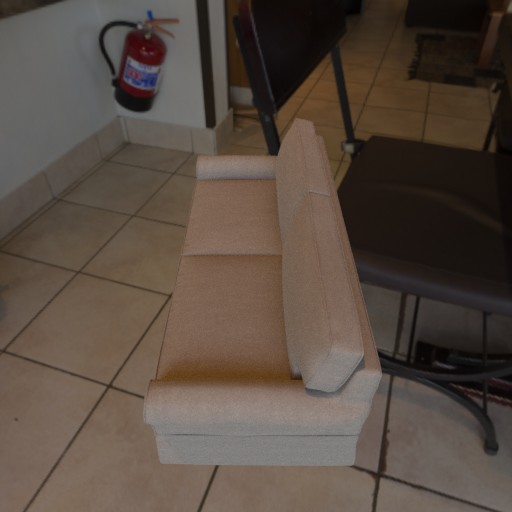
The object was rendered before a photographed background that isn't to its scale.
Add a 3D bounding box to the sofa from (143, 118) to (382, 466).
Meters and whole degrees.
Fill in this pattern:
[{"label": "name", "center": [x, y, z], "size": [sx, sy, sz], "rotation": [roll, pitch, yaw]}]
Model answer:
[{"label": "sofa", "center": [0.000, 0.000, 2.700], "size": [0.991, 0.943, 2.248], "rotation": [0, 40, 0]}]
